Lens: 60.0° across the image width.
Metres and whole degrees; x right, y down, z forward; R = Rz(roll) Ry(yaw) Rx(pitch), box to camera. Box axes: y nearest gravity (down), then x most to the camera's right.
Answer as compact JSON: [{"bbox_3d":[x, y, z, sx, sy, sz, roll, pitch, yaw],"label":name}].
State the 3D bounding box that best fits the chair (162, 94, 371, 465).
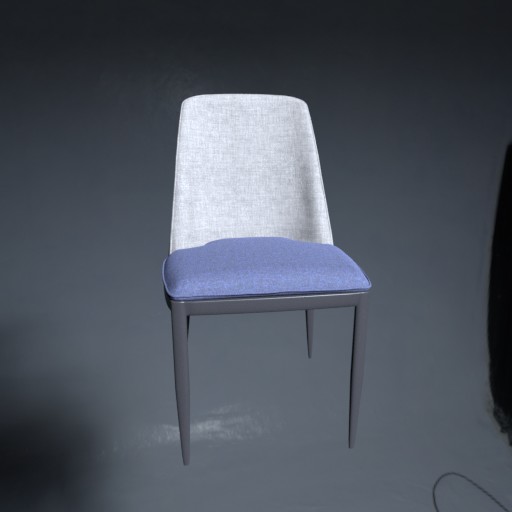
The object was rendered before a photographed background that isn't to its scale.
[{"bbox_3d":[0.000,0.000,1.189,0.488,0.855,0.550,-2,16,-8],"label":"chair"}]
